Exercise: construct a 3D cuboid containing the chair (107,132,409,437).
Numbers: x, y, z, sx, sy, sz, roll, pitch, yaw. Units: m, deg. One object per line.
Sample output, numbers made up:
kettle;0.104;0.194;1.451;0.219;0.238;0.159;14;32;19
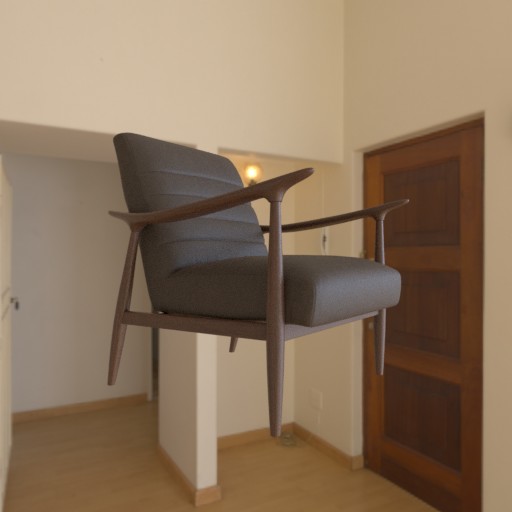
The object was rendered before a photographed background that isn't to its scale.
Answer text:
chair;0.000;0.000;1.465;0.798;0.831;0.741;0;0;36
